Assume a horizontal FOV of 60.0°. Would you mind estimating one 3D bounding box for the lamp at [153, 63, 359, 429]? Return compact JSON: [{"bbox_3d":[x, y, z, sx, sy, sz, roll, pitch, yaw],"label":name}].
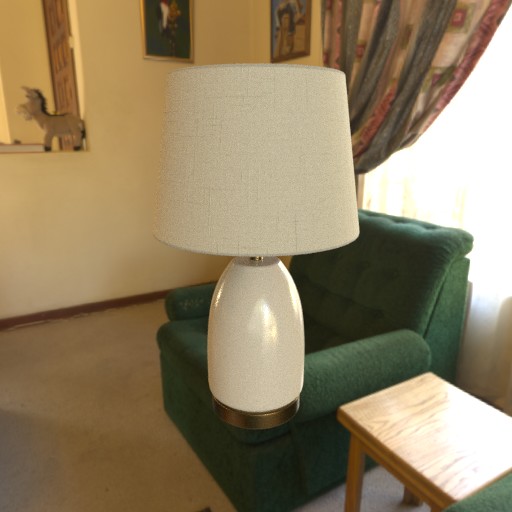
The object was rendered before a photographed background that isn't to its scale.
[{"bbox_3d":[0.000,0.000,0.638,0.285,0.483,0.285,0,16,0],"label":"lamp"}]
